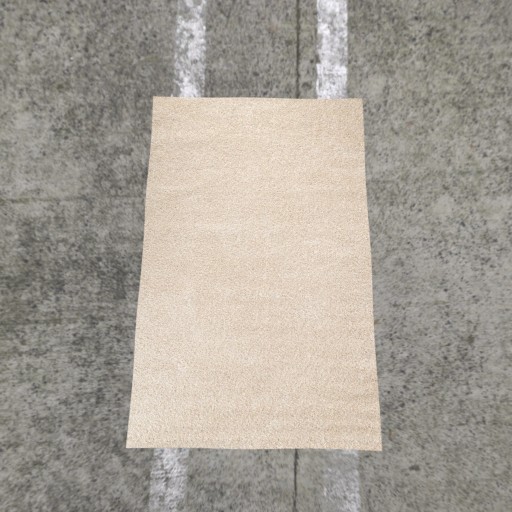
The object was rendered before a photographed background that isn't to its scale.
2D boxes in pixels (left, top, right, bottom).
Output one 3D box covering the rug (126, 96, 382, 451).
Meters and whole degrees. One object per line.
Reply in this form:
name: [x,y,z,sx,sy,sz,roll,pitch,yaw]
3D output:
rug: [0.000,0.000,2.896,1.500,0.025,2.346,1,76,0]
